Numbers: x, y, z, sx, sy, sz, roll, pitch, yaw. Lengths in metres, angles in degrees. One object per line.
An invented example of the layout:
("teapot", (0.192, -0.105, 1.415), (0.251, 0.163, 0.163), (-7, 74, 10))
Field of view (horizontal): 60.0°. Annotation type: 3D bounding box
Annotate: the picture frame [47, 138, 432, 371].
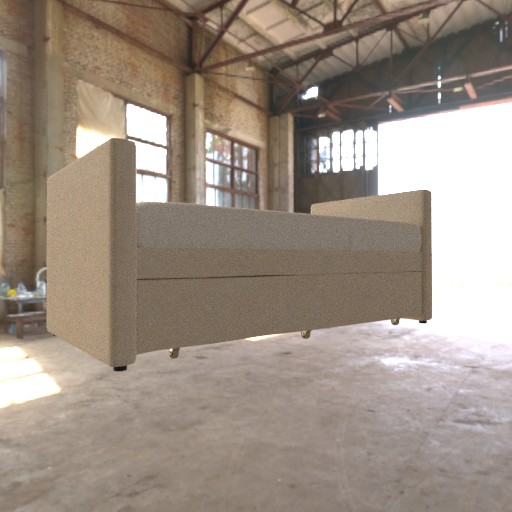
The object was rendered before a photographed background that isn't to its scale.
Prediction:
("picture frame", (0.000, 0.000, 2.724), (2.161, 0.891, 1.069), (0, 0, -37))
